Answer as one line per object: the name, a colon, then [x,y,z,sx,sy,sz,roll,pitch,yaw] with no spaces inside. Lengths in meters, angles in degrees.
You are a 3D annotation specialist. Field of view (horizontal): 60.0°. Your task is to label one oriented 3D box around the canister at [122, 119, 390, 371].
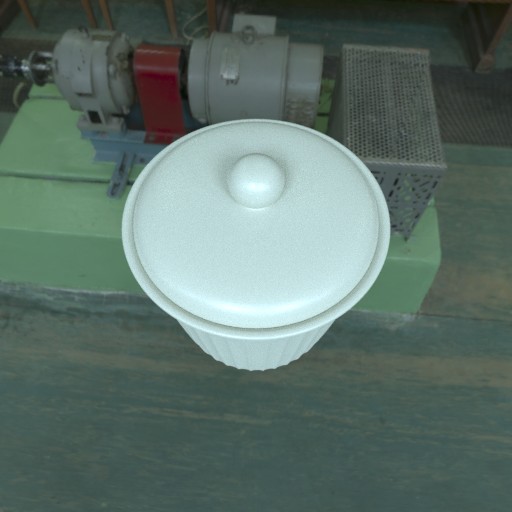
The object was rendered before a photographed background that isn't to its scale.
canister: [0.000,0.000,0.352,0.181,0.211,0.181,0,59,0]
